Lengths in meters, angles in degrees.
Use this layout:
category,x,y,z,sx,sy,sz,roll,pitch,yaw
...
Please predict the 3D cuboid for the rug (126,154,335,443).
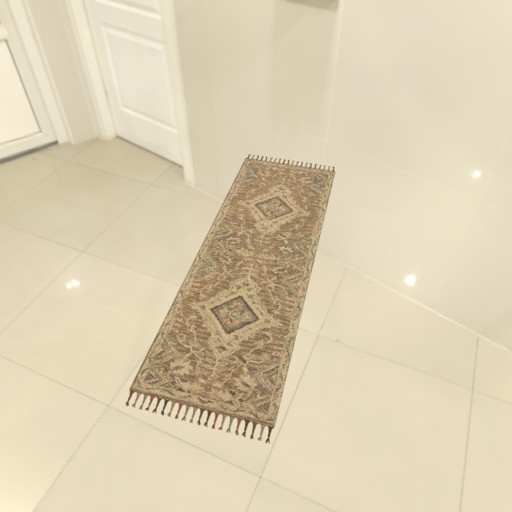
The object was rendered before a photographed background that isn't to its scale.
category,x,y,z,sx,sy,sz,roll,pitch,yaw
rug,0.000,0.000,2.844,1.324,0.018,2.378,23,50,21
